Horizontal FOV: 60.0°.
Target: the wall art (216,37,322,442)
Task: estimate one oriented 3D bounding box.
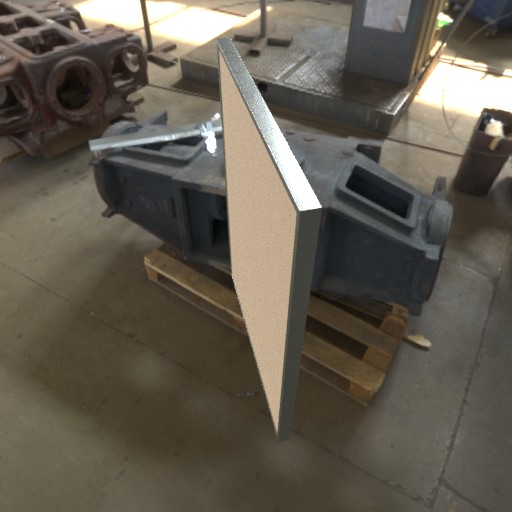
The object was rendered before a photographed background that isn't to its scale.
[{"bbox_3d":[0.000,0.000,1.435,0.041,1.062,0.803,-10,47,-10],"label":"wall art"}]
